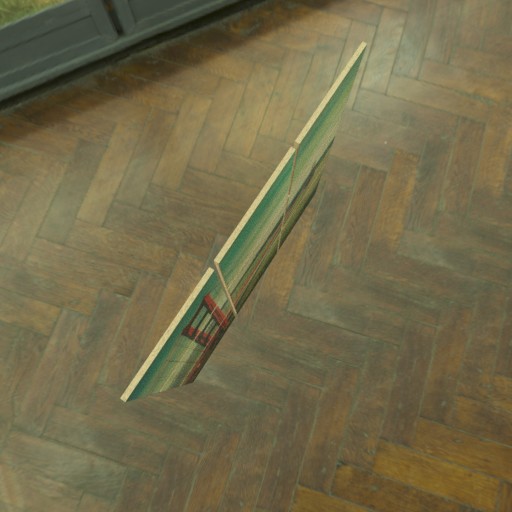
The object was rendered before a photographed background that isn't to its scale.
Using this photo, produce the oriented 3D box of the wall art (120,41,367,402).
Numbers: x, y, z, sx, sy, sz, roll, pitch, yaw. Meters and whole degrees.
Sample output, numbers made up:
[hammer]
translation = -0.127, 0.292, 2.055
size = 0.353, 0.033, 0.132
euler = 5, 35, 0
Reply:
[wall art]
translation = 0.000, 0.000, 1.796
size = 0.016, 1.207, 1.217
euler = 32, 78, 7
